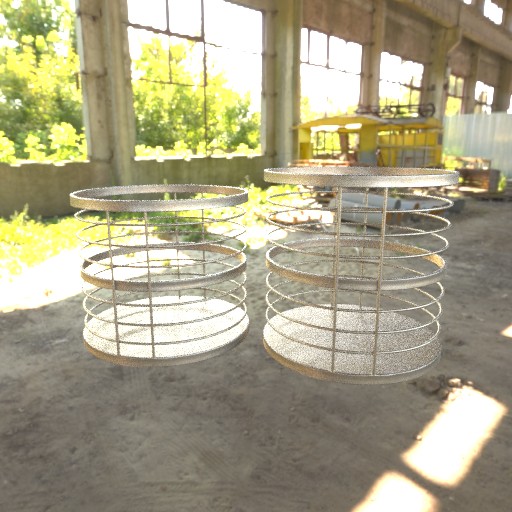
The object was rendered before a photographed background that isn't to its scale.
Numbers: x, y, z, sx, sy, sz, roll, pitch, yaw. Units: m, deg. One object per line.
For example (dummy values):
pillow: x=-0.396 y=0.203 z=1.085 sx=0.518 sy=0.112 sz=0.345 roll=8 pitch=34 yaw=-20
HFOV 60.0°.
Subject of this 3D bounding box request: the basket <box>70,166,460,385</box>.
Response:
basket: x=0.000 y=0.000 z=0.913 sx=0.746 sy=0.351 sz=0.356 roll=2 pitch=14 yaw=9
